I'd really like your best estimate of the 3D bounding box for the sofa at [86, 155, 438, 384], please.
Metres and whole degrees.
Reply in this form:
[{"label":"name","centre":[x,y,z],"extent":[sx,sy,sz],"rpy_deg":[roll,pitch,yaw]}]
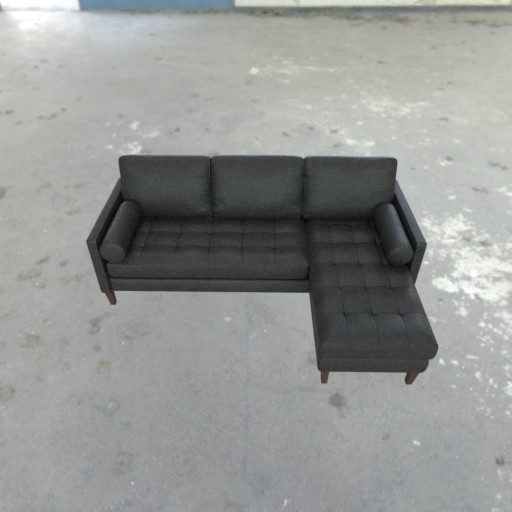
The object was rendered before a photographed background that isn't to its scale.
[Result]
[{"label":"sofa","centre":[0.000,0.000,2.962],"extent":[2.178,0.876,1.497],"rpy_deg":[1,39,1]}]
